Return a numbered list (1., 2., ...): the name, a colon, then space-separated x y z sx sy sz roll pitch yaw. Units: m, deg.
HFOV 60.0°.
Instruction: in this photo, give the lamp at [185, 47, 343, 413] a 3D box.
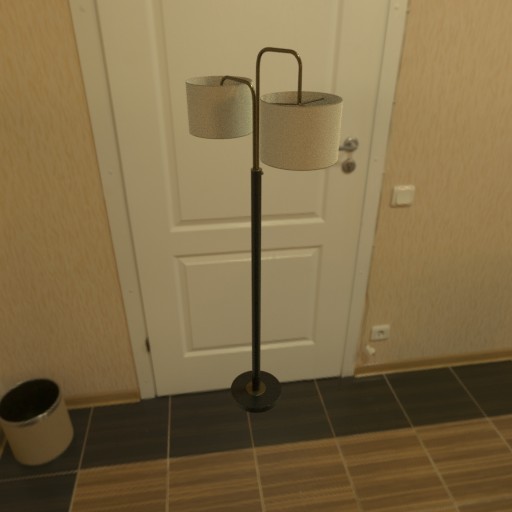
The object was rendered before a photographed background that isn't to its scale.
1. lamp: 0.000 0.000 1.845 0.254 1.587 0.711 -21 36 -32
